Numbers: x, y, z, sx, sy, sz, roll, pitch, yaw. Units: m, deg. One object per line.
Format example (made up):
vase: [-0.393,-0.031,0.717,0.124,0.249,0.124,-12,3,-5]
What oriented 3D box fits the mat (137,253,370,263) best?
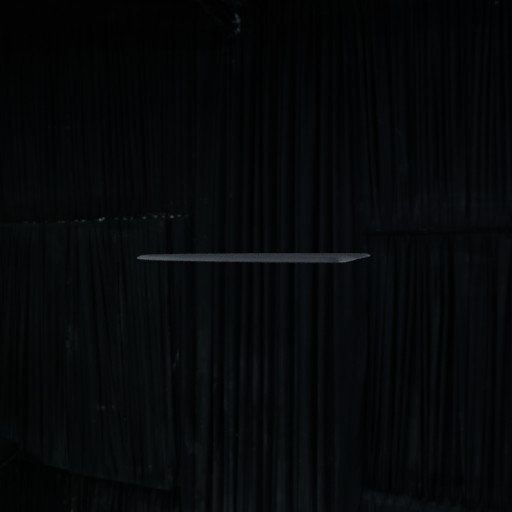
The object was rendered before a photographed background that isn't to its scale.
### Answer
mat: [0.000,0.000,1.952,0.917,0.016,1.525,0,1,17]
